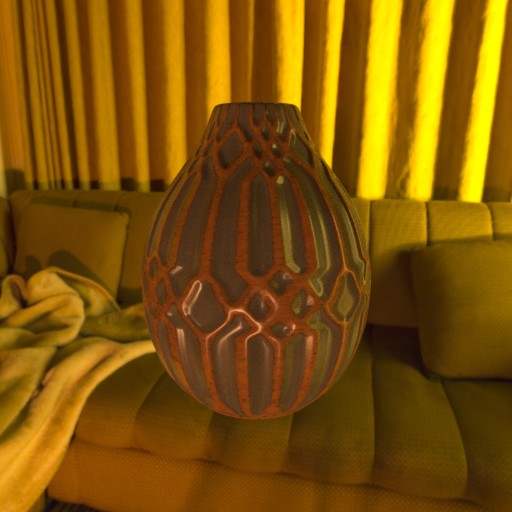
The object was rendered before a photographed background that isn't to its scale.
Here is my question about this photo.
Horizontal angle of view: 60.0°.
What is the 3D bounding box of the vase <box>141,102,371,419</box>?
[{"bbox_3d":[0.000,0.000,0.136,0.069,0.088,0.069,0,14,0],"label":"vase"}]
